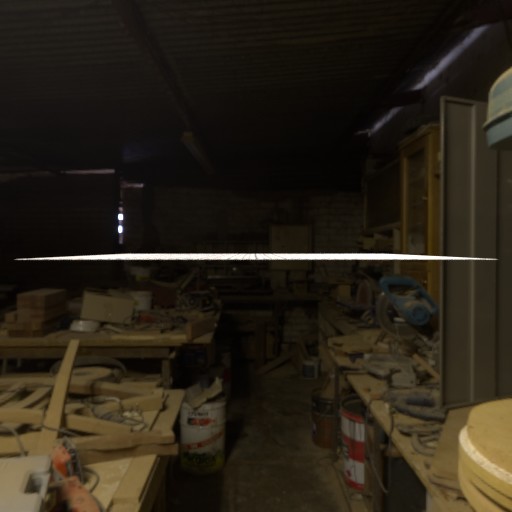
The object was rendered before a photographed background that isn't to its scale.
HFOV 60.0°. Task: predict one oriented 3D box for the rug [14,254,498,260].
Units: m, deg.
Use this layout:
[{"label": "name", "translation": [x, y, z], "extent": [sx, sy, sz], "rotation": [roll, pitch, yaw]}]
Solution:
[{"label": "rug", "translation": [0.000, 0.000, 4.106], "extent": [3.196, 0.007, 2.354], "rotation": [0, 1, 0]}]
